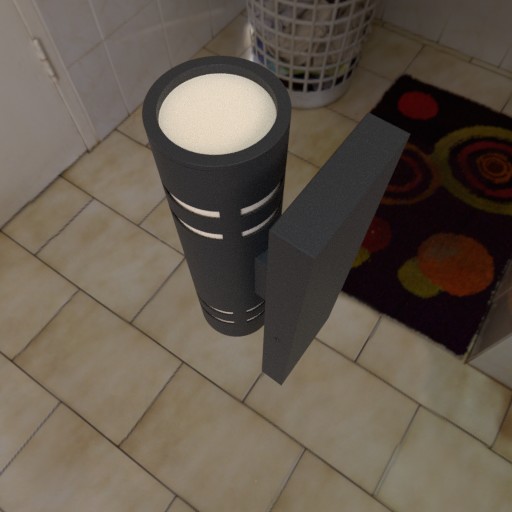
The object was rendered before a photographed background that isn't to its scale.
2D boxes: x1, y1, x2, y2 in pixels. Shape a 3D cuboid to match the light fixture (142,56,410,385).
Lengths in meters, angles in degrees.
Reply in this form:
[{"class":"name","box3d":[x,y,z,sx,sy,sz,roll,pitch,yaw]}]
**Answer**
[{"class":"light fixture","box3d":[0.000,0.000,0.408,0.149,0.330,0.105,33,68,16]}]
